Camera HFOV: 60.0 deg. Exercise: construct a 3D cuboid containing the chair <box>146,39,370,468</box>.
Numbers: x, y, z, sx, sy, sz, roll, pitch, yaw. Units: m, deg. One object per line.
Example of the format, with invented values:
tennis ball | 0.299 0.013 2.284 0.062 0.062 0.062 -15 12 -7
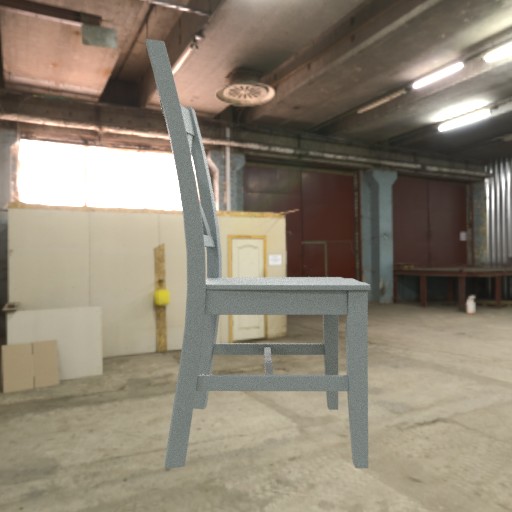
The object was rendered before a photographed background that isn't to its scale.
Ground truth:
chair | 0.000 0.000 1.242 0.542 0.983 0.485 0 -1 1
